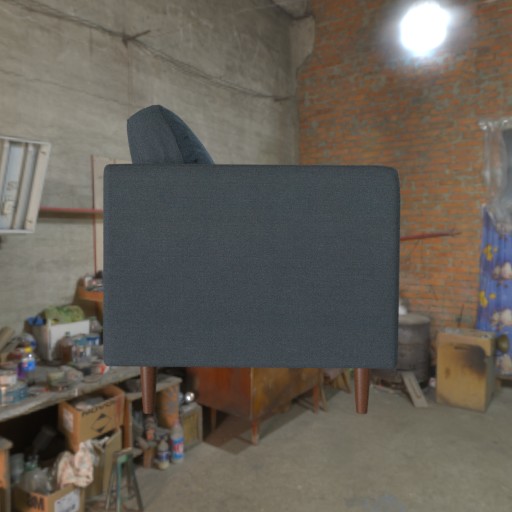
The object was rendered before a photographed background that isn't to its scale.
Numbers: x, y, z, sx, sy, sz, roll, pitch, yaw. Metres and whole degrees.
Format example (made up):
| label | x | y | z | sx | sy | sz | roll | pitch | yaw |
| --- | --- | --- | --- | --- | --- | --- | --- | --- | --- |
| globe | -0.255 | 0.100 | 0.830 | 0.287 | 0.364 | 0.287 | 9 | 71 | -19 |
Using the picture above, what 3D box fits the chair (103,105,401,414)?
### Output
| label | x | y | z | sx | sy | sz | roll | pitch | yaw |
| --- | --- | --- | --- | --- | --- | --- | --- | --- | --- |
| chair | 0.000 | 0.000 | 1.577 | 0.820 | 0.922 | 0.855 | 0 | 1 | 0 |
